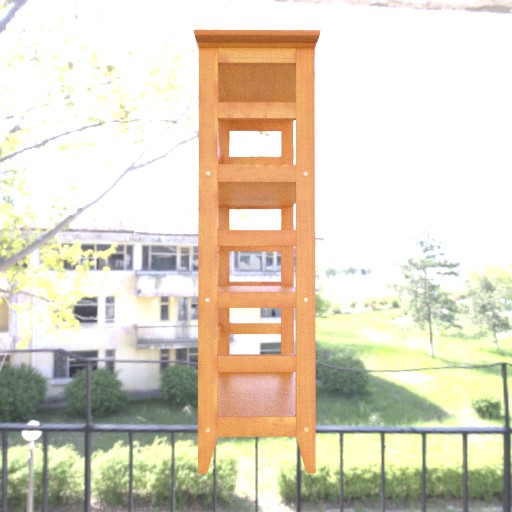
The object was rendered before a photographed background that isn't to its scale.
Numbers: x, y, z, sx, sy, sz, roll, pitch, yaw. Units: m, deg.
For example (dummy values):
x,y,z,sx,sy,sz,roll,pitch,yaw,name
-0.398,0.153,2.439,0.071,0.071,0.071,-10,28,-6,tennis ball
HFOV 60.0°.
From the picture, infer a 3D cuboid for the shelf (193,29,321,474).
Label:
x,y,z,sx,sy,sz,roll,pitch,yaw,name
0.000,0.000,1.375,0.305,1.067,0.660,0,-1,0,shelf
